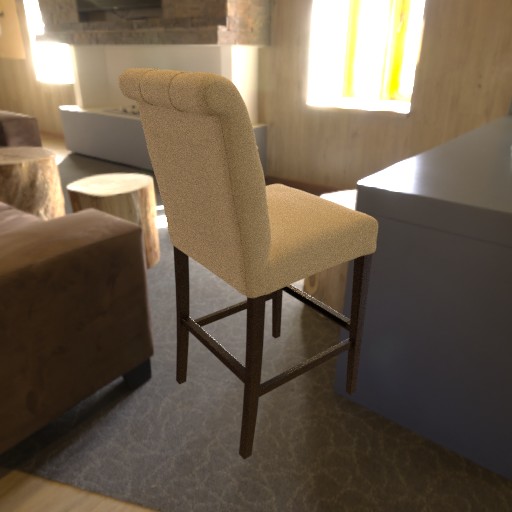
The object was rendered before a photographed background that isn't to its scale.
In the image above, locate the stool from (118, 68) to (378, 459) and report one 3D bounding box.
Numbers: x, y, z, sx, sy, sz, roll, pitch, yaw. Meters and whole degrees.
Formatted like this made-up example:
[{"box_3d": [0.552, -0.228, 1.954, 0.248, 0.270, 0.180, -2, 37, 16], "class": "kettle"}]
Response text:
[{"box_3d": [0.000, 0.000, 1.422, 0.610, 1.118, 0.482, -18, 31, -33], "class": "stool"}]
